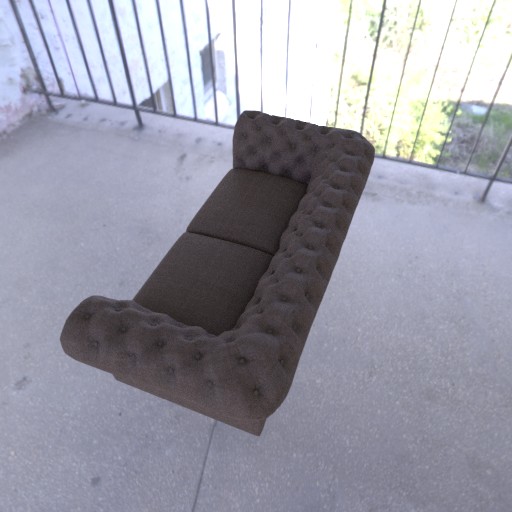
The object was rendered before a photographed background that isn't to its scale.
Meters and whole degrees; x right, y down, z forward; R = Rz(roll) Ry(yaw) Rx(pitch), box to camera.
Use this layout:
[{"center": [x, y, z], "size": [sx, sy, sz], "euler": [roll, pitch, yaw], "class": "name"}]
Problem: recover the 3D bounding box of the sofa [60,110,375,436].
[{"center": [0.000, 0.000, 2.543], "size": [0.944, 0.780, 2.048], "euler": [16, 48, 15], "class": "sofa"}]
